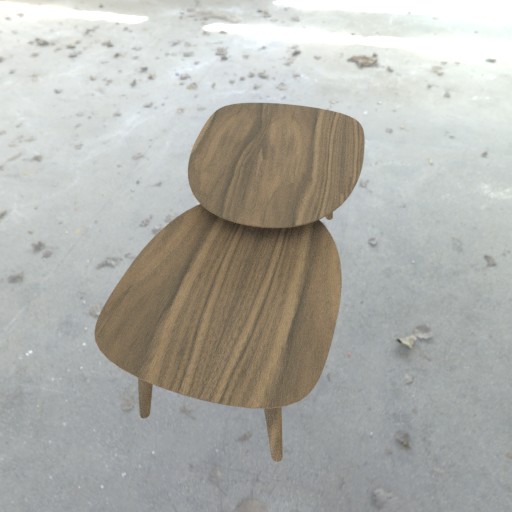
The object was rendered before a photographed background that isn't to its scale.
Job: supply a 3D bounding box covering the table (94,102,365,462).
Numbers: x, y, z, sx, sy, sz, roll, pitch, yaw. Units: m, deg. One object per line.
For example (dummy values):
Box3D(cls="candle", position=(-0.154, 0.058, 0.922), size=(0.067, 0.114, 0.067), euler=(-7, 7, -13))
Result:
Box3D(cls="table", position=(0.000, 0.000, 1.339), size=(0.527, 0.429, 1.084), euler=(11, 47, 10))
